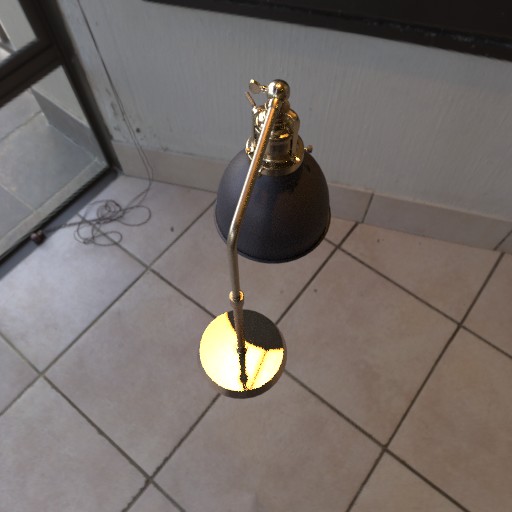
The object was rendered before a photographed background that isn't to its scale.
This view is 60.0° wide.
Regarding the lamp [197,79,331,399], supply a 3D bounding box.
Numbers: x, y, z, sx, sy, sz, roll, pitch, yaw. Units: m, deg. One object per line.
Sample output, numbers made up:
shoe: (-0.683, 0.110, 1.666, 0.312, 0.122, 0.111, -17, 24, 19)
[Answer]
lamp: (0.000, 0.000, 0.585, 0.160, 0.456, 0.291, 17, 63, 9)
